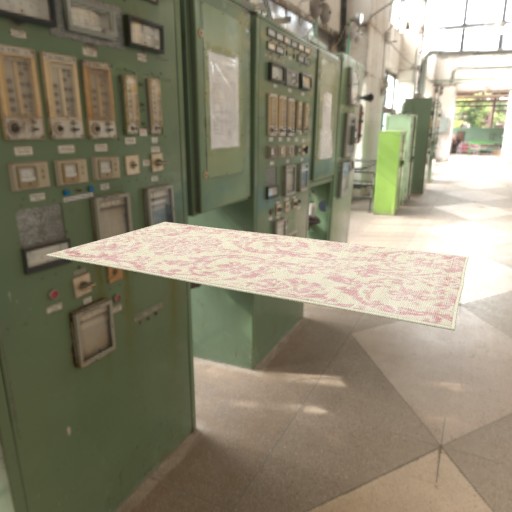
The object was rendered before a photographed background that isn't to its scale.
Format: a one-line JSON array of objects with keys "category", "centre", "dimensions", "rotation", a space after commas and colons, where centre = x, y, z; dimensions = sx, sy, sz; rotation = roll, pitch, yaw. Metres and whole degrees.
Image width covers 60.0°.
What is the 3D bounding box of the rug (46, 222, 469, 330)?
[{"category": "rug", "centre": [0.000, 0.000, 1.425], "dimensions": [1.219, 0.007, 0.604], "rotation": [8, 18, 26]}]
